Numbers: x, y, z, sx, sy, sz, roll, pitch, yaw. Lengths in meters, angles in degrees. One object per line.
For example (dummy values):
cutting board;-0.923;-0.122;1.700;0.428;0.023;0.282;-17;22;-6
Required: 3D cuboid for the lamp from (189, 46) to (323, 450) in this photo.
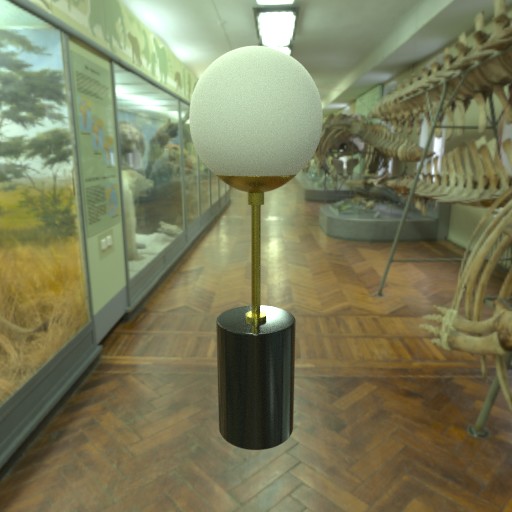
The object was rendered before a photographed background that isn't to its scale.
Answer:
lamp;0.000;0.000;0.552;0.153;0.480;0.153;0;13;0
